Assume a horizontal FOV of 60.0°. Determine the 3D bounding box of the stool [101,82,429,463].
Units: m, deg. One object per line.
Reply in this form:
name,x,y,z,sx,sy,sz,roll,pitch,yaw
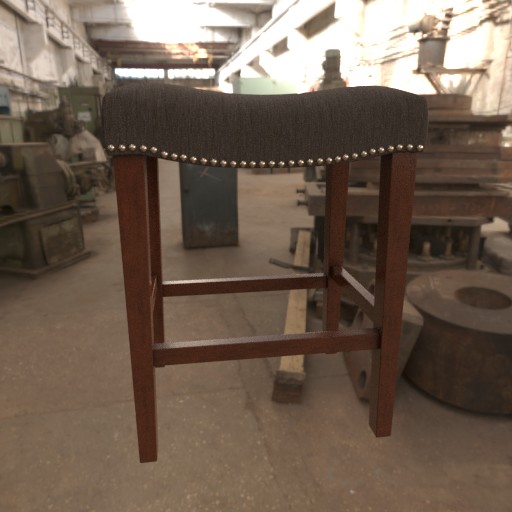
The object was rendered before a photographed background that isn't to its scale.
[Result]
stool,0.000,0.000,0.910,0.504,0.654,0.372,-3,17,-8
